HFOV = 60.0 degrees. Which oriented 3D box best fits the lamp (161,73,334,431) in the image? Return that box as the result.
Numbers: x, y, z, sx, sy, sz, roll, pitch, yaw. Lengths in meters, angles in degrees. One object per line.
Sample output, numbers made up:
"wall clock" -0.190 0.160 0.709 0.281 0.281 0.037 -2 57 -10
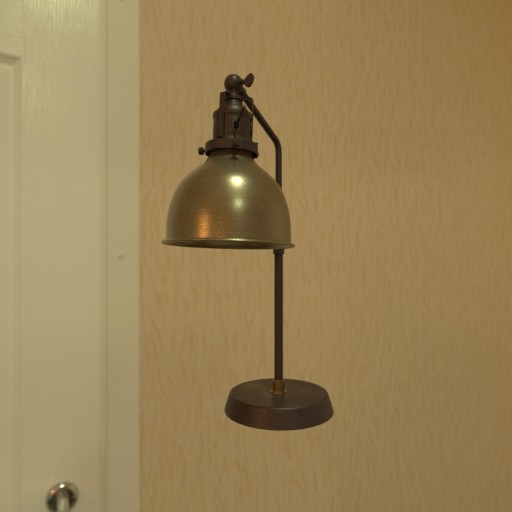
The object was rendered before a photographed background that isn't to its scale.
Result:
"lamp" 0.000 0.000 0.620 0.175 0.469 0.298 0 0 35
